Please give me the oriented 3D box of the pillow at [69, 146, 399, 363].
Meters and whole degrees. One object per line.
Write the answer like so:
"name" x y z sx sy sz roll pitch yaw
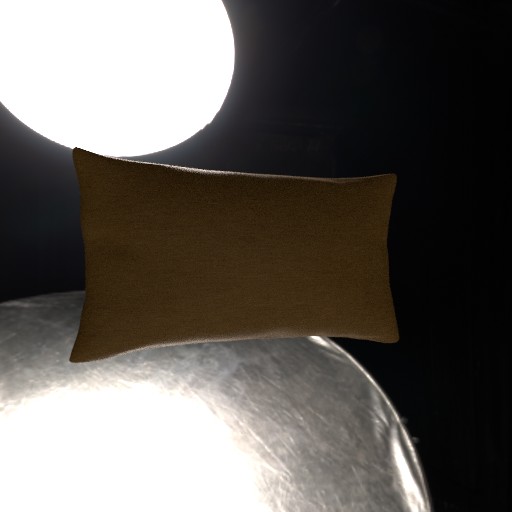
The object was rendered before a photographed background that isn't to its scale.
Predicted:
"pillow" 0.000 0.000 0.816 0.634 0.354 0.210 0 -1 -19
